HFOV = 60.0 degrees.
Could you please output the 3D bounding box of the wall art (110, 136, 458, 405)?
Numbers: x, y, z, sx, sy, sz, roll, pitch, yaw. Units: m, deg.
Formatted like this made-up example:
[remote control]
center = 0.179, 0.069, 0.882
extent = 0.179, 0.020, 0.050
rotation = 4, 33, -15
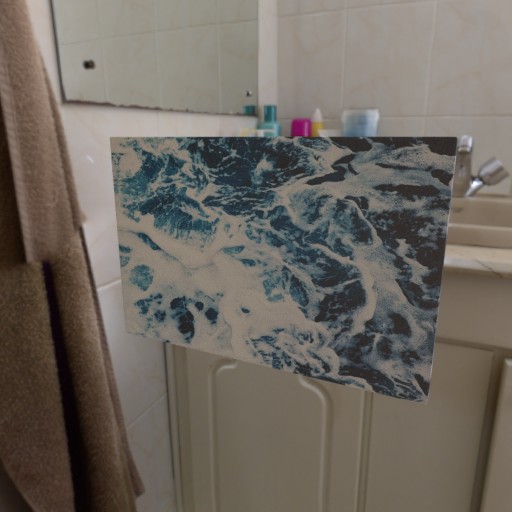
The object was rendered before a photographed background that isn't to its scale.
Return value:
[wall art]
center = 0.000, 0.000, 1.174
extent = 0.915, 0.610, 0.042
rotation = 7, 17, 25
